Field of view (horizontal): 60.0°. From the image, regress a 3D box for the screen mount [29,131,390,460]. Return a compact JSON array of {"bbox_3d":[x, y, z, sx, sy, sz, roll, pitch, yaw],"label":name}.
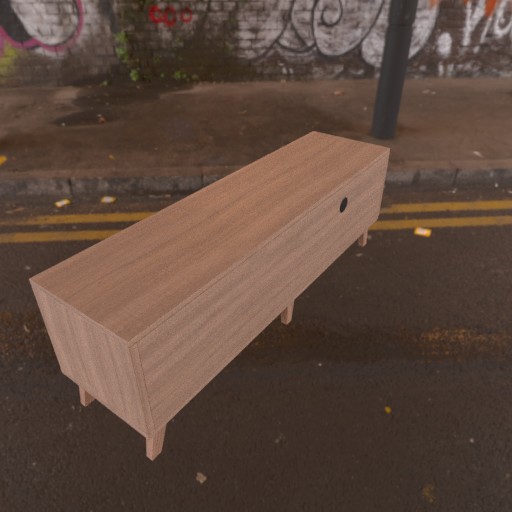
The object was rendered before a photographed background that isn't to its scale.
[{"bbox_3d":[0.000,0.000,1.724,0.401,0.509,1.500,22,40,29],"label":"screen mount"}]
